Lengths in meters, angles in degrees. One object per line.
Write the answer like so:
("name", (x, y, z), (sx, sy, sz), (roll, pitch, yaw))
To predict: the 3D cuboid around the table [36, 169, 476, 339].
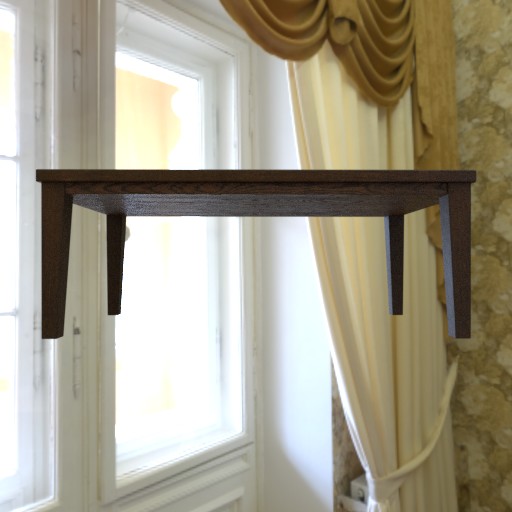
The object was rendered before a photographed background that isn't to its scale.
("table", (0.000, 0.000, 2.490), (1.981, 0.762, 1.016), (0, -1, 0))
